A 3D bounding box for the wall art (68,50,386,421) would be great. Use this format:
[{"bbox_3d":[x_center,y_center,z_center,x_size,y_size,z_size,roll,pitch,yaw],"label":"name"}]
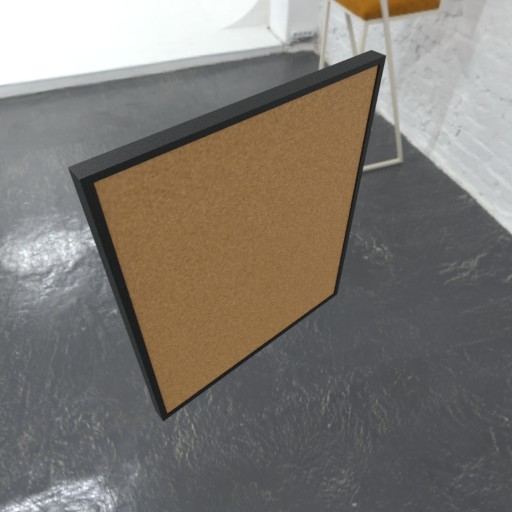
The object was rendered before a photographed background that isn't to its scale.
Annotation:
[{"bbox_3d":[0.000,0.000,0.517,0.330,0.381,0.019,-31,53,-27],"label":"wall art"}]
